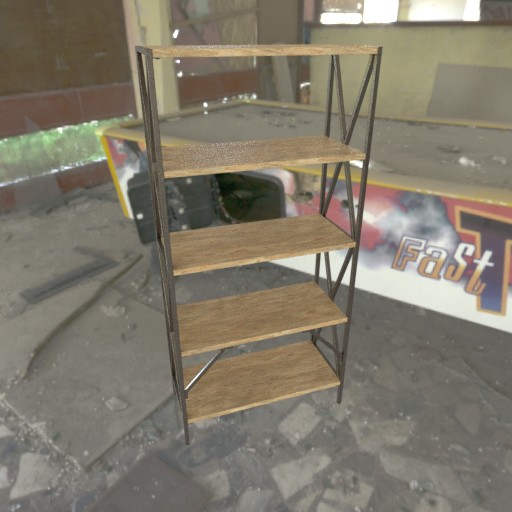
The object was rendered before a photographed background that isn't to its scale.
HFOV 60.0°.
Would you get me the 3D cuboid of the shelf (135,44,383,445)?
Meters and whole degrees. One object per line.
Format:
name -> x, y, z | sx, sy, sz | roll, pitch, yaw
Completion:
shelf -> 0.000, 0.000, 2.108 | 0.874, 1.803, 0.386 | -9, 28, -17
